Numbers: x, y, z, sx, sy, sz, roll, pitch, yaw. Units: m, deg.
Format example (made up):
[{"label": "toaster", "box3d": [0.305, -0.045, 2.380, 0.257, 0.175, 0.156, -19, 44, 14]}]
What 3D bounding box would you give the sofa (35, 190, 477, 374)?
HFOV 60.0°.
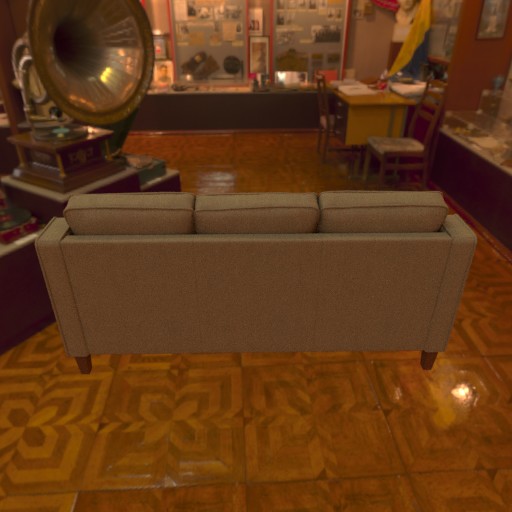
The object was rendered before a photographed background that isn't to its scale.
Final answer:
[{"label": "sofa", "box3d": [0.000, 0.000, 2.532, 1.986, 0.974, 0.911, -1, 30, -1]}]
